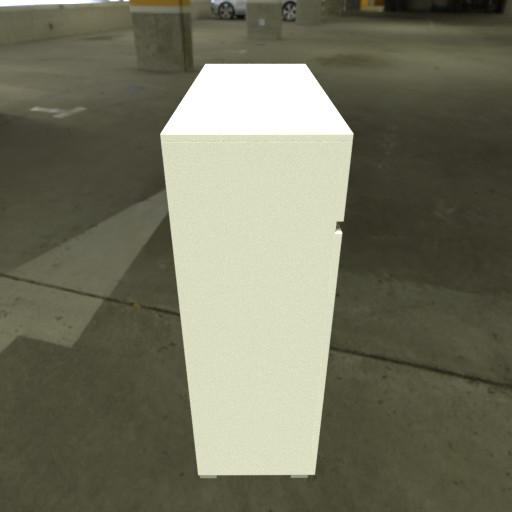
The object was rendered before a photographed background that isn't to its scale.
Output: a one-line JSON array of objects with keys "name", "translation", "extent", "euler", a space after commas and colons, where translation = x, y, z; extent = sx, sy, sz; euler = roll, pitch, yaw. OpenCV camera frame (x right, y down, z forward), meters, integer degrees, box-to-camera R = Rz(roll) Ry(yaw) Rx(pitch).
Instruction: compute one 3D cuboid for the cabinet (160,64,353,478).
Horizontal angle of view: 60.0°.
[{"name": "cabinet", "translation": [0.000, 0.000, 1.651], "extent": [0.400, 1.190, 1.000], "euler": [0, 31, 0]}]
